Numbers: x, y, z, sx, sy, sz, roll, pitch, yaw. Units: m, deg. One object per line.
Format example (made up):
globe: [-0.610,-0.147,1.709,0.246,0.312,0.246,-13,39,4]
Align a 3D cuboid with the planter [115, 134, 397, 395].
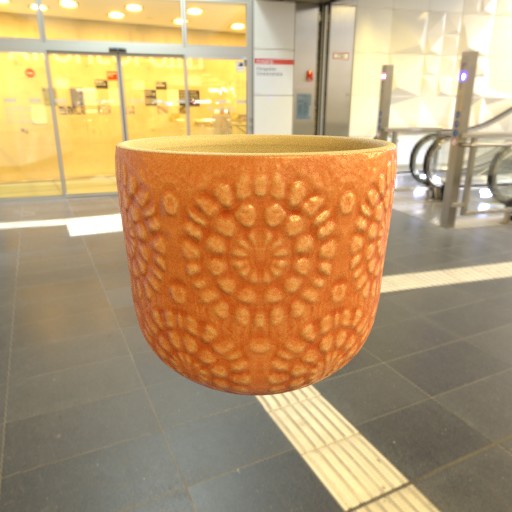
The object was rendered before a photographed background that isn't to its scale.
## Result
planter: [0.000,0.000,0.218,0.124,0.109,0.124,0,18,0]
